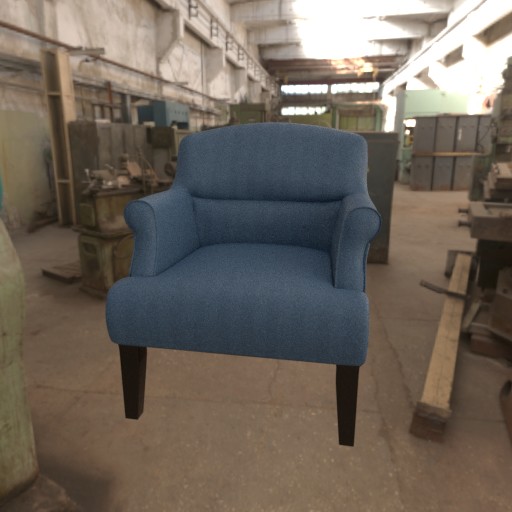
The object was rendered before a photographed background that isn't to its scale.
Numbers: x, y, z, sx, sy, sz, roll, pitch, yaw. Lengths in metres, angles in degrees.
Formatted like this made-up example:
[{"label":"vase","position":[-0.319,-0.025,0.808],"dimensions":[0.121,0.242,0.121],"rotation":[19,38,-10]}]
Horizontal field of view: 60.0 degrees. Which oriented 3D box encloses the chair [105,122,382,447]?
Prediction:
[{"label":"chair","position":[0.000,0.000,1.489],"dimensions":[0.770,0.878,0.754],"rotation":[3,15,10]}]
